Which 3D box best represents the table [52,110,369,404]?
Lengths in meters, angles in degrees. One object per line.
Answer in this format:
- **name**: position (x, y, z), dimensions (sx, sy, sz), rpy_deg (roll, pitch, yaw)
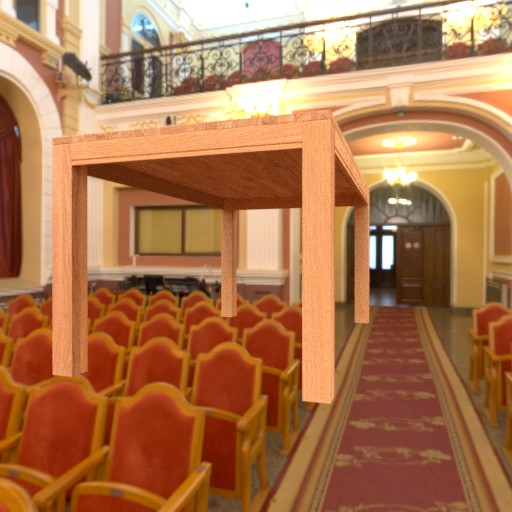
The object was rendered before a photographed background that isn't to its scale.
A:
- **table**: position (0.000, 0.000, 2.010), dimensions (0.900, 0.770, 1.500), rpy_deg (0, 0, 18)
